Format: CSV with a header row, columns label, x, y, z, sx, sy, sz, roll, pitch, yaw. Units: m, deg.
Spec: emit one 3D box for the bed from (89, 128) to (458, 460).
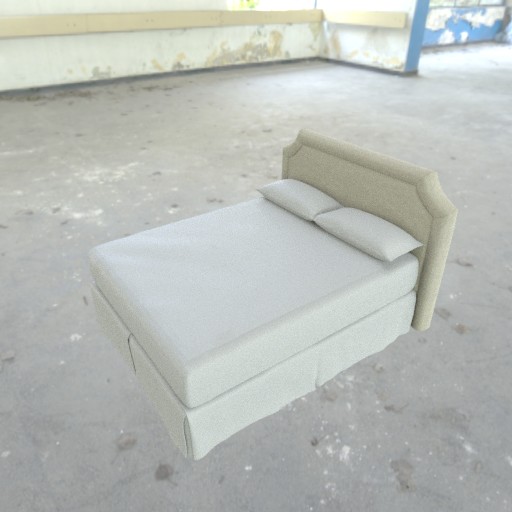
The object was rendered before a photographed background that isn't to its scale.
label,x,y,z,sx,sy,sz,roll,pitch,yaw
bed,0.000,0.000,3.351,2.164,1.297,1.828,-21,37,-30
